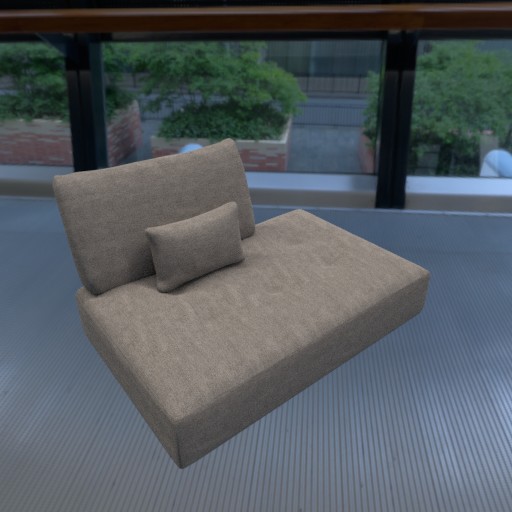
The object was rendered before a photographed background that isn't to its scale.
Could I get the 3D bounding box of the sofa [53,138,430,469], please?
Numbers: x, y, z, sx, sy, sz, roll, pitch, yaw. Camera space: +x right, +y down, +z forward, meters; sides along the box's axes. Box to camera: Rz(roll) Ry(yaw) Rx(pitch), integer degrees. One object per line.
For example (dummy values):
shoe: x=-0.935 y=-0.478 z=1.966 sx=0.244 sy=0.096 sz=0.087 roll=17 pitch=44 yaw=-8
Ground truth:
sofa: x=0.000 y=0.000 z=2.049 sx=1.450 sy=0.820 sz=1.002 roll=-22 pitch=37 yaw=-32
